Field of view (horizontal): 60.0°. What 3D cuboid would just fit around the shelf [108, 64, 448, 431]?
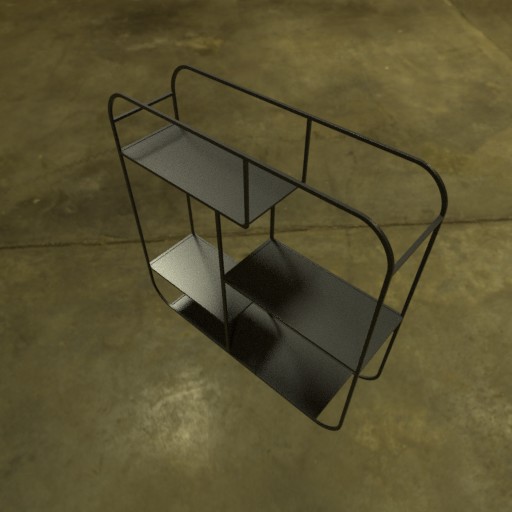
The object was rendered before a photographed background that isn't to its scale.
[{"bbox_3d":[0.000,0.000,0.912,0.600,0.600,0.160,32,54,27],"label":"shelf"}]
